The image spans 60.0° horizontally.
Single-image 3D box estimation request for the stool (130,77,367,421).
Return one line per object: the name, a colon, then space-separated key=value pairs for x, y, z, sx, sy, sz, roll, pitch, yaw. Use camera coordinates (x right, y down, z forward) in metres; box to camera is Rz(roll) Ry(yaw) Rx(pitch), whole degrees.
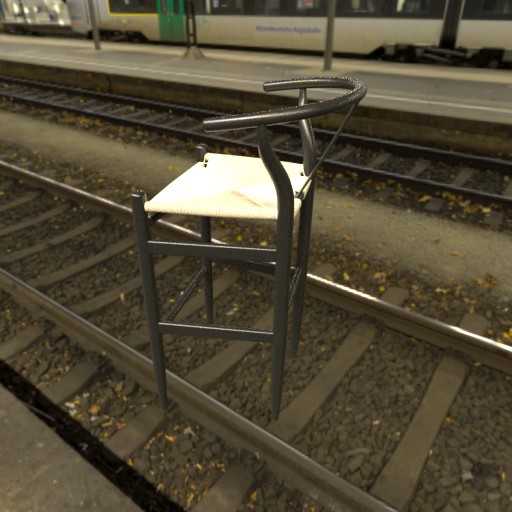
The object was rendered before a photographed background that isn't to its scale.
stool: x=0.000 y=0.000 z=1.441 sx=0.579 sy=1.072 sz=0.569 roll=8 pitch=31 yaw=13
